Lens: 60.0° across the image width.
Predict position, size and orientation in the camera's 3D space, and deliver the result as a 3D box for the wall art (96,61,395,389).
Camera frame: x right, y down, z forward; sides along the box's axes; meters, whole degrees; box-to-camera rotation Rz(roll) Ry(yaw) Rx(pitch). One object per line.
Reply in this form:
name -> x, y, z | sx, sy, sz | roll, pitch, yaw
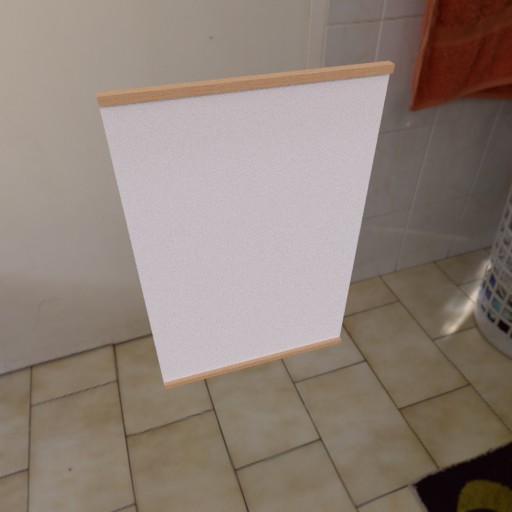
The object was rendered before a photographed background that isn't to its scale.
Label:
wall art -> 0.000, 0.000, 0.647 | 0.335, 0.510, 0.013 | -12, 42, -13
